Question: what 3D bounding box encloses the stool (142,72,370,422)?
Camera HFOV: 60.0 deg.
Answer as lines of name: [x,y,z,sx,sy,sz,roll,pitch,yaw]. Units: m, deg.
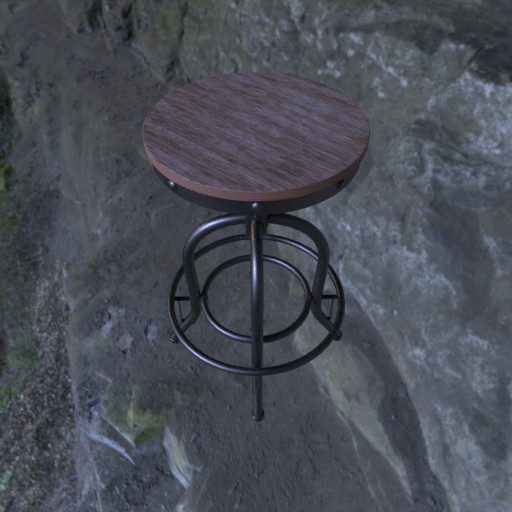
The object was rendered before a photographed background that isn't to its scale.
stool: [0.000,0.000,0.910,0.439,0.609,0.439,-1,47,-1]
